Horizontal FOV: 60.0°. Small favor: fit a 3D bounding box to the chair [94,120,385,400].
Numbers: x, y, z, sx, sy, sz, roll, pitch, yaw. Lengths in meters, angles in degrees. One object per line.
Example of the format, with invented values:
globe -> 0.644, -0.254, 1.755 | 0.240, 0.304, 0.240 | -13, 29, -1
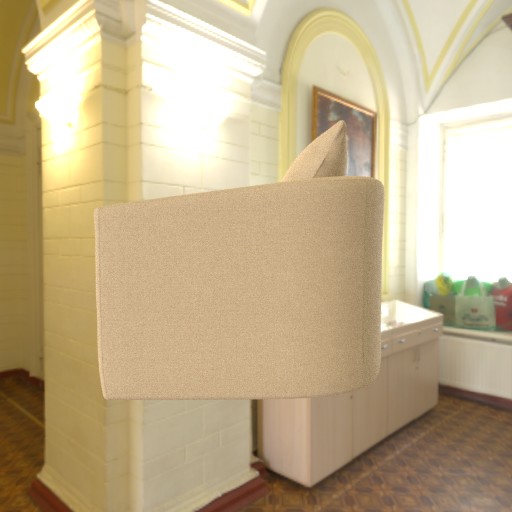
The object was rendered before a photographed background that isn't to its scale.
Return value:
chair -> 0.000, 0.000, 1.638 | 0.910, 0.848, 0.845 | 0, 2, -1
